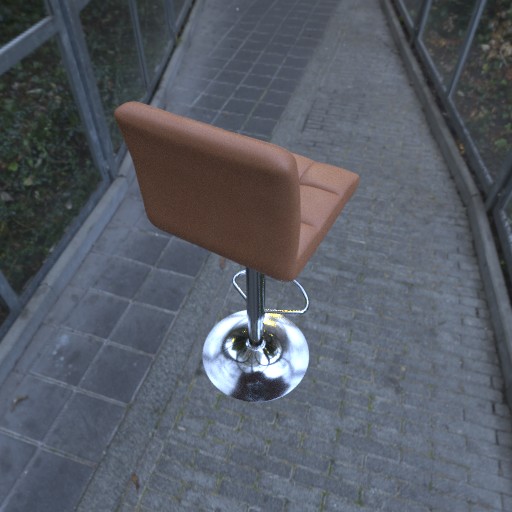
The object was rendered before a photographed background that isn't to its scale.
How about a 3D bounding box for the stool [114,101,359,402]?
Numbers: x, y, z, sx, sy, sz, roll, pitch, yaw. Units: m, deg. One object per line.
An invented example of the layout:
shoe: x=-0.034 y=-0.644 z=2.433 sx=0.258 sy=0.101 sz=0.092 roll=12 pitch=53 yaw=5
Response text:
stool: x=0.000 y=0.000 z=1.376 sx=0.430 sy=1.115 sz=0.505 roll=23 pitch=50 yaw=21
